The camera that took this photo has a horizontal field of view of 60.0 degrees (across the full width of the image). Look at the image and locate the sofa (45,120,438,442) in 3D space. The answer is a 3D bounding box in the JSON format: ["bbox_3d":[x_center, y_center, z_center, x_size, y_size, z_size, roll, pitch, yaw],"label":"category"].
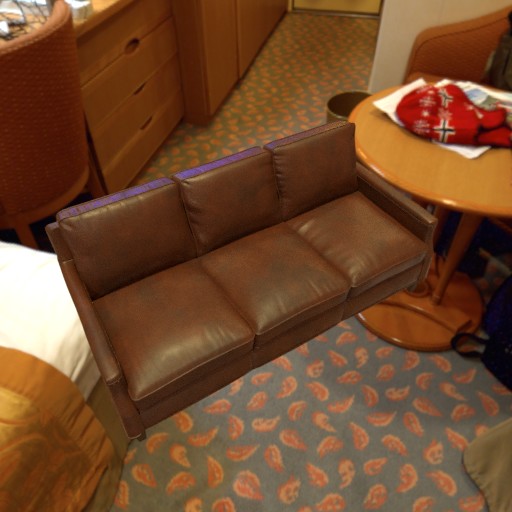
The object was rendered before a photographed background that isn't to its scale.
[{"bbox_3d":[0.000,0.000,2.831,2.240,1.003,1.084,-24,50,-22],"label":"sofa"}]
